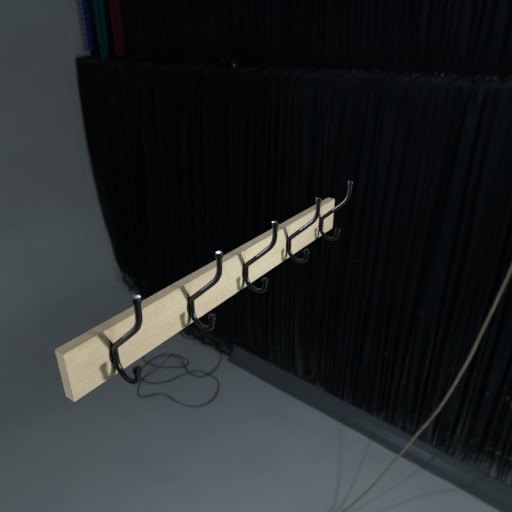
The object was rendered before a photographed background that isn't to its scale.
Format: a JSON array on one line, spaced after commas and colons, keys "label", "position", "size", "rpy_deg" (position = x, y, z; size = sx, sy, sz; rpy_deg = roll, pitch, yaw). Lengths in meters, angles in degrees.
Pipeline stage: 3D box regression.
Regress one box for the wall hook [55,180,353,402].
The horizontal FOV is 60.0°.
[{"label": "wall hook", "position": [0.000, 0.000, 0.620], "size": [0.071, 0.117, 0.571], "rpy_deg": [17, 31, 32]}]
